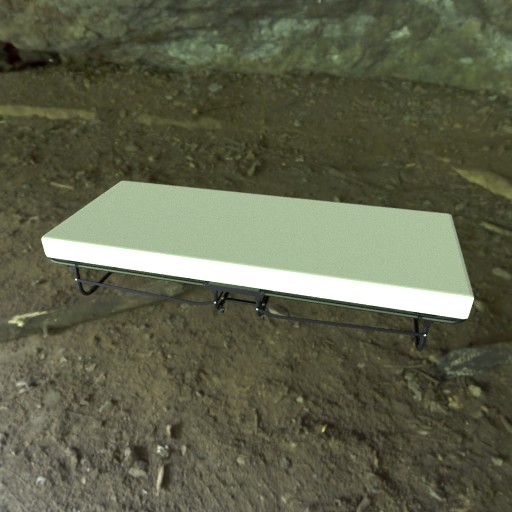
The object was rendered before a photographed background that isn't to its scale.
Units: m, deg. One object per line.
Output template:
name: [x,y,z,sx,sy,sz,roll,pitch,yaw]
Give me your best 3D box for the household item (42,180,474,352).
household item: [0.000,0.000,2.227,1.905,0.356,0.787,8,32,12]
